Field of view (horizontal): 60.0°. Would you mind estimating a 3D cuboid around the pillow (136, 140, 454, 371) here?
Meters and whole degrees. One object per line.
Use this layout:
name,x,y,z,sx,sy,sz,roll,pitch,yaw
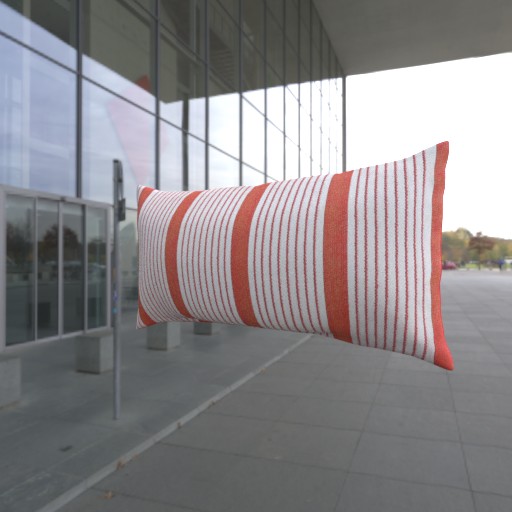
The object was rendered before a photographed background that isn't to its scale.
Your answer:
pillow,0.000,0.000,0.734,0.608,0.297,0.151,0,-1,36
